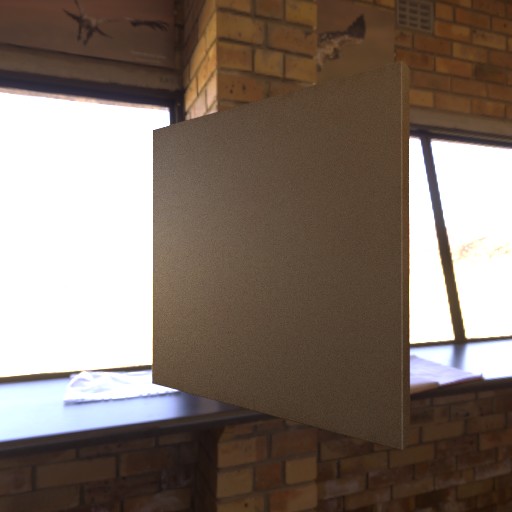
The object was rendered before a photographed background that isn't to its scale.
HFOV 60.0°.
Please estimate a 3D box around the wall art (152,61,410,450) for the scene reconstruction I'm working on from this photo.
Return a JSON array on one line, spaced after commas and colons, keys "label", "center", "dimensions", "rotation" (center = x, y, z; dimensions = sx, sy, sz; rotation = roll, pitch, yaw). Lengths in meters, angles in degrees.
[{"label": "wall art", "center": [0.000, 0.000, 0.740], "dimensions": [0.503, 0.506, 0.030], "rotation": [0, 0, 38]}]
